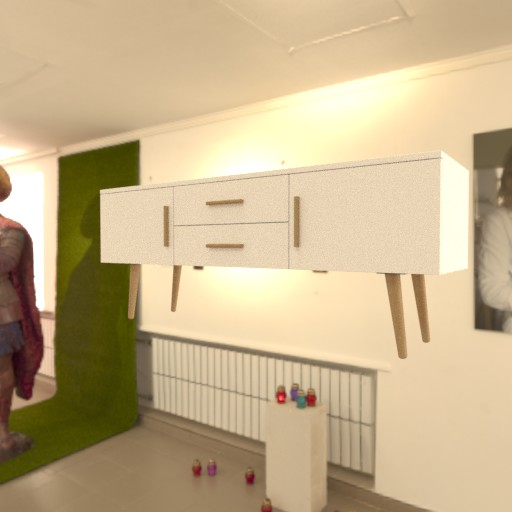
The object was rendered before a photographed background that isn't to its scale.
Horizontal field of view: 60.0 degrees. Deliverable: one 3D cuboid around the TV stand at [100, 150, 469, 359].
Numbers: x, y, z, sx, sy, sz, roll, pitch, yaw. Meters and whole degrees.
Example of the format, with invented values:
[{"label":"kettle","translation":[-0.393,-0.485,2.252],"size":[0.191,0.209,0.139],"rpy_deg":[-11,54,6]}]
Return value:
[{"label":"TV stand","translation":[0.000,0.000,1.675],"size":[1.398,0.560,0.401],"rpy_deg":[1,2,35]}]
